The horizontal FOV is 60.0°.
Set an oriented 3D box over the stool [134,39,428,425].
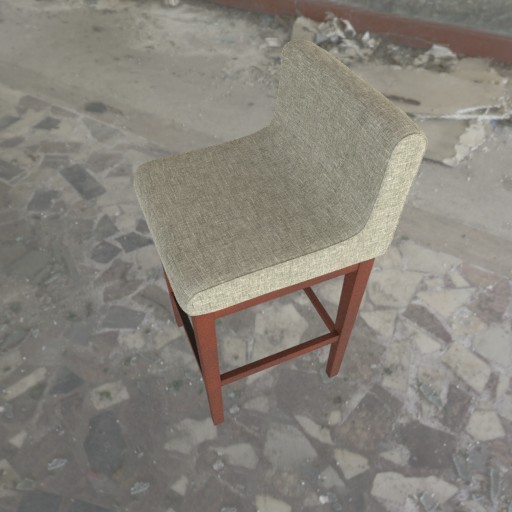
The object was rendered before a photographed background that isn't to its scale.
[{"bbox_3d":[0.000,0.000,1.083,0.459,0.835,0.417,-18,50,-16],"label":"stool"}]
